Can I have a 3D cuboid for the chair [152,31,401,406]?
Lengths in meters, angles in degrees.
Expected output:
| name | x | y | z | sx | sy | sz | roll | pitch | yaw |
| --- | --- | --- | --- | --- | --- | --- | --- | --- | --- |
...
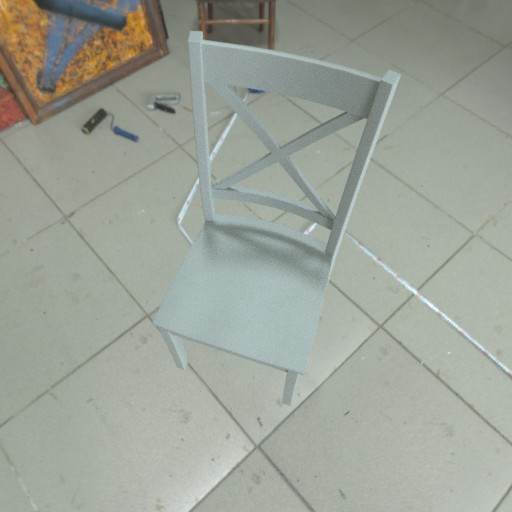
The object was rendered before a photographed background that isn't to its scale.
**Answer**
| name | x | y | z | sx | sy | sz | roll | pitch | yaw |
| --- | --- | --- | --- | --- | --- | --- | --- | --- | --- |
| chair | 0.000 | 0.000 | 1.284 | 0.485 | 0.983 | 0.542 | 16 | 60 | 9 |
